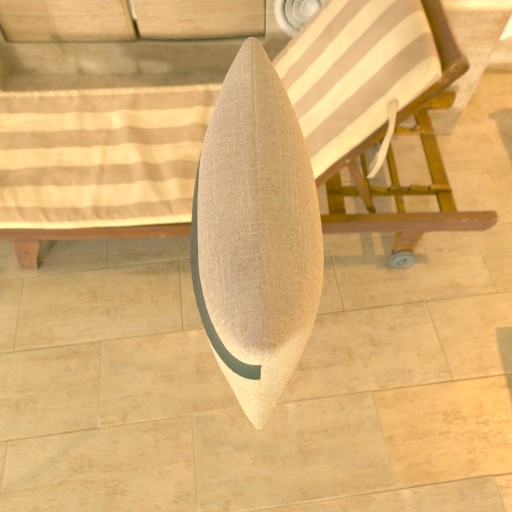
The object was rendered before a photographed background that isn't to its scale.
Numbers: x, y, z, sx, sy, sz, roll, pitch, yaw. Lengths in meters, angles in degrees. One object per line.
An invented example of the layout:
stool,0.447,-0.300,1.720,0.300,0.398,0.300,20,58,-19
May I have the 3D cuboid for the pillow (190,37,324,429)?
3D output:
pillow,0.000,0.000,0.626,0.173,0.399,0.414,-1,60,-1
